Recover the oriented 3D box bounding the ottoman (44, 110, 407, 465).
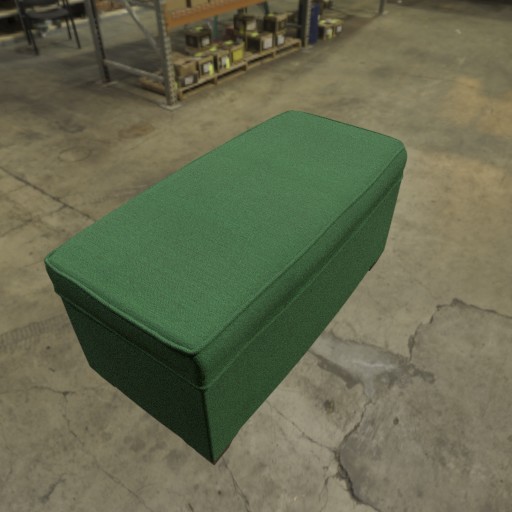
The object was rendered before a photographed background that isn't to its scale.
[{"bbox_3d":[0.000,0.000,1.249,0.483,0.471,0.957,26,47,27],"label":"ottoman"}]
